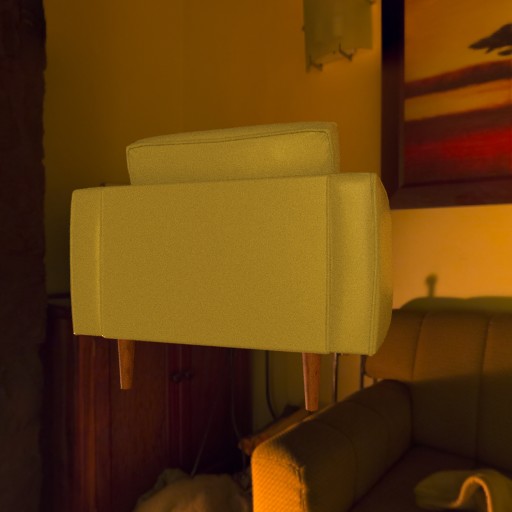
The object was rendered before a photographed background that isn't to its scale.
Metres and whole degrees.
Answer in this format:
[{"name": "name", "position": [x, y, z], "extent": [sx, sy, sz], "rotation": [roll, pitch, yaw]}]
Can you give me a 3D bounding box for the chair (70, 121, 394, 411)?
[{"name": "chair", "position": [0.000, 0.000, 1.565], "extent": [0.928, 0.773, 0.843], "rotation": [0, 0, 19]}]
